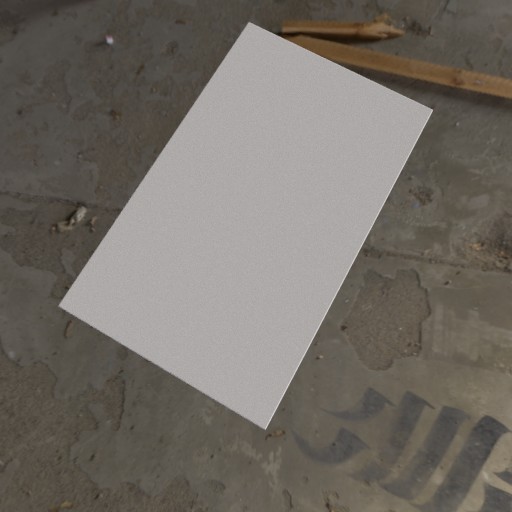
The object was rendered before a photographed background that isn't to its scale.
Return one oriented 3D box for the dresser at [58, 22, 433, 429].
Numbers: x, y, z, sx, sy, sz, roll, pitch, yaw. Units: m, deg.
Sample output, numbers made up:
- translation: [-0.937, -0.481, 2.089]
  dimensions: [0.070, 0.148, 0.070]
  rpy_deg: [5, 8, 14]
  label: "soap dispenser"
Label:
- translation: [0.000, 0.000, 1.179]
  dimensions: [0.400, 0.800, 0.650]
  rpy_deg: [29, 78, 7]
  label: "dresser"
